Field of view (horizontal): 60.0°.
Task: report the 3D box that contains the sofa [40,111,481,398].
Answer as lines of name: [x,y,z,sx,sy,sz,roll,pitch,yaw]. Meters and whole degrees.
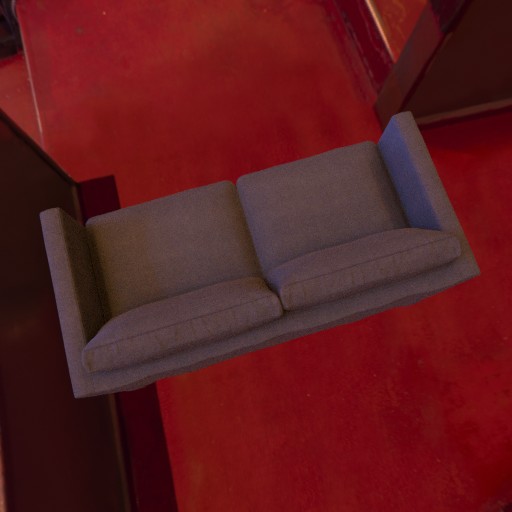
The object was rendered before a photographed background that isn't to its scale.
sofa: [0.000,0.000,2.404,1.982,0.855,0.953,-16,76,-4]
